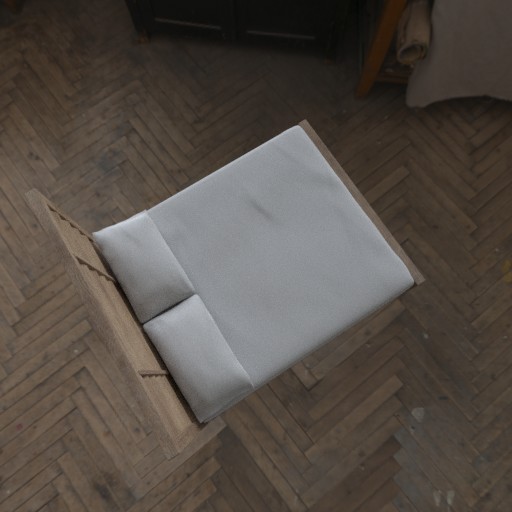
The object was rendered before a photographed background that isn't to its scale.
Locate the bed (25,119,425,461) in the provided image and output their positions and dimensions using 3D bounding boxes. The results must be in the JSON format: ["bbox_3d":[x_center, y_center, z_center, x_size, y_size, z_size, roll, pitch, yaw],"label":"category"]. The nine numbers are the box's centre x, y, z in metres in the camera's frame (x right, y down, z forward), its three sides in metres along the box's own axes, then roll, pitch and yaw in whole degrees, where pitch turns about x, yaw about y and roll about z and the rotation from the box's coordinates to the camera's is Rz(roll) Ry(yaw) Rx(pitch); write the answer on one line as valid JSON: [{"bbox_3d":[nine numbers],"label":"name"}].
[{"bbox_3d":[0.000,0.000,3.200,2.017,1.631,1.615,-32,78,-8],"label":"bed"}]
